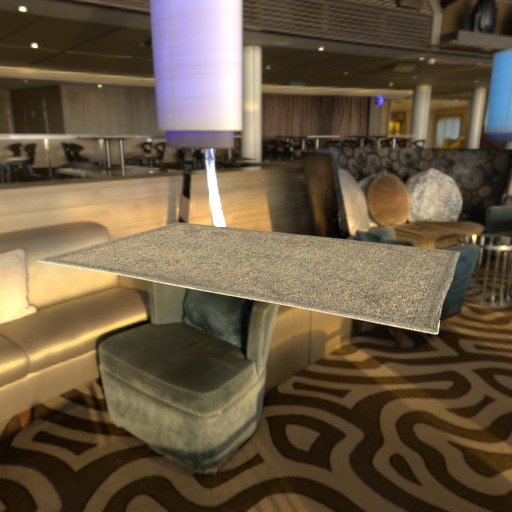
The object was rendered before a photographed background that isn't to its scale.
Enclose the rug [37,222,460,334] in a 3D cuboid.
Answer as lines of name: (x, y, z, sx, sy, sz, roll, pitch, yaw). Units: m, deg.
rug: (0.000, 0.000, 3.058, 2.498, 0.022, 1.535, 8, 17, 26)
